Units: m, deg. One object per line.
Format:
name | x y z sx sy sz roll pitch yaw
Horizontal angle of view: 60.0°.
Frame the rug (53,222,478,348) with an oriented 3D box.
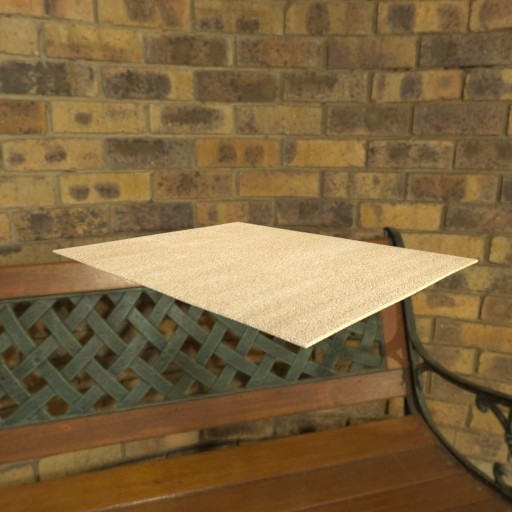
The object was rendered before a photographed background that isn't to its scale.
rug | 0.000 0.000 3.994 3.000 0.025 2.400 13 18 43
